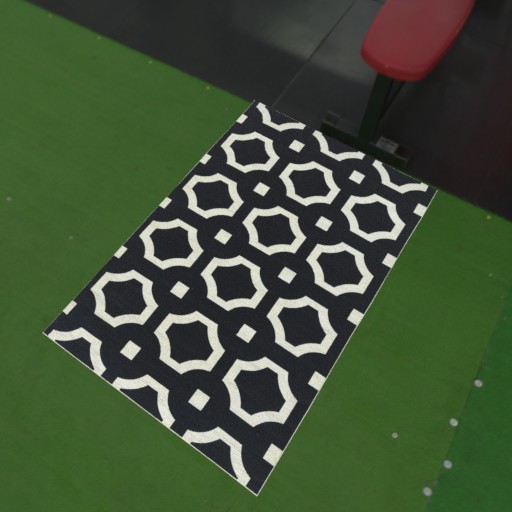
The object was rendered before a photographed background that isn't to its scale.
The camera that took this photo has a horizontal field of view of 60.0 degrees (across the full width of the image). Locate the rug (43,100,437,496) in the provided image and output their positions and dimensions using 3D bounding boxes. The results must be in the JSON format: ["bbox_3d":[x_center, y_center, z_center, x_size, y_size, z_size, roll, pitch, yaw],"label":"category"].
[{"bbox_3d":[0.000,0.000,2.894,1.555,0.016,2.286,31,67,14],"label":"rug"}]
